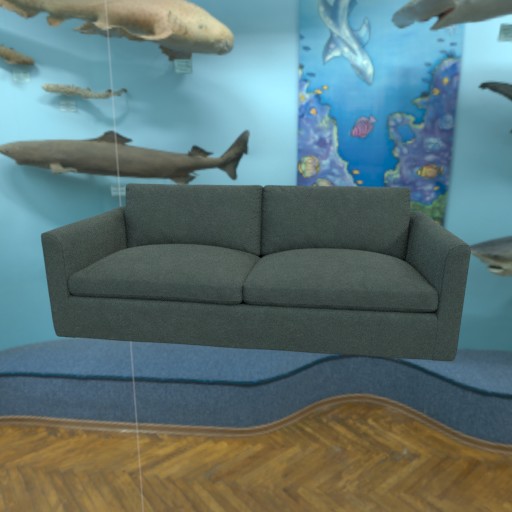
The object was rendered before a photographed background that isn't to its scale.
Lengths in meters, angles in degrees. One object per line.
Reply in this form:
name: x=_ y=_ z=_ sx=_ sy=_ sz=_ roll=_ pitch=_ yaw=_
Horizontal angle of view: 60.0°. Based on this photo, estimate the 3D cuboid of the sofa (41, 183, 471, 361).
sofa: x=0.000 y=0.000 z=2.831 sx=2.257 sy=0.838 sz=1.092 roll=2 pitch=14 yaw=8
